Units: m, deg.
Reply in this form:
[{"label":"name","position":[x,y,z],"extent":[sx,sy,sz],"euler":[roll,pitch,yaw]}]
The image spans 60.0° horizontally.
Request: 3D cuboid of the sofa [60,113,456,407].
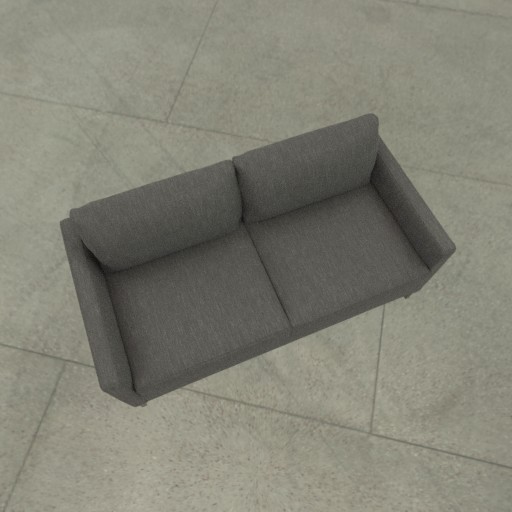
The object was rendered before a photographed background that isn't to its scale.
[{"label":"sofa","position":[0.000,0.000,2.224],"extent":[1.682,0.840,0.875],"euler":[-20,65,-10]}]
